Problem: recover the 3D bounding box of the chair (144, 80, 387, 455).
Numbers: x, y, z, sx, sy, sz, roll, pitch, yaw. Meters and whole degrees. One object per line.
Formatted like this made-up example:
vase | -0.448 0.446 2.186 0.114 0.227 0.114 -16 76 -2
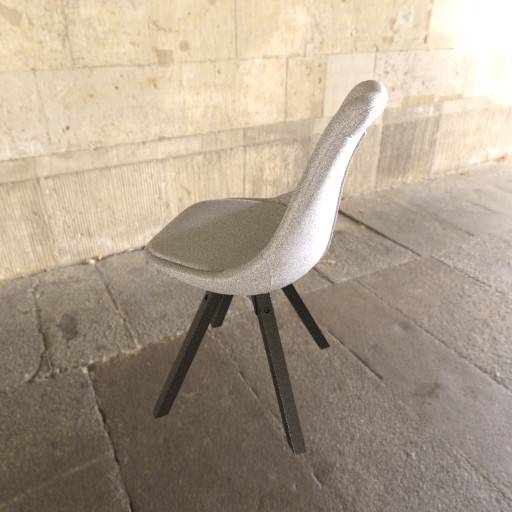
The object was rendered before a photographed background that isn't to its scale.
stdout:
chair | 0.000 0.000 1.156 0.550 0.850 0.485 8 30 14
